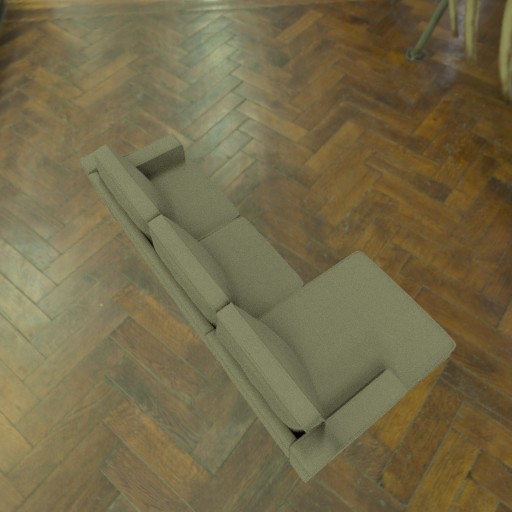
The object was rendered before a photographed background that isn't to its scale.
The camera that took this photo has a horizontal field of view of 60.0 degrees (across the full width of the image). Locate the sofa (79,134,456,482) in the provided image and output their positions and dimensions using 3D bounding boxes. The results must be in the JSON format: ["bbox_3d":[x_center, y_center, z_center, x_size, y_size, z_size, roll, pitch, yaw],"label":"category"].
[{"bbox_3d":[0.000,0.000,3.071,1.294,0.928,2.561,-32,63,-19],"label":"sofa"}]
